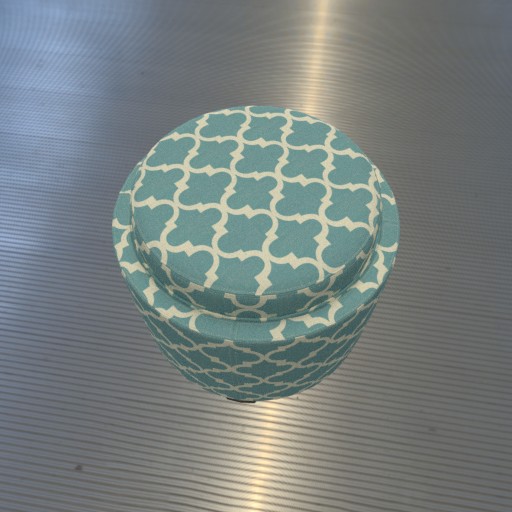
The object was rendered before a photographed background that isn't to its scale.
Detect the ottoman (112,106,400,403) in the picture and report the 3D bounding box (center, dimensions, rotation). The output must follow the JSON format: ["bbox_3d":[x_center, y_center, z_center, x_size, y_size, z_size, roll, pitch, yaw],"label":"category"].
[{"bbox_3d":[0.000,0.000,0.854,0.480,0.429,0.480,0,57,0],"label":"ottoman"}]
